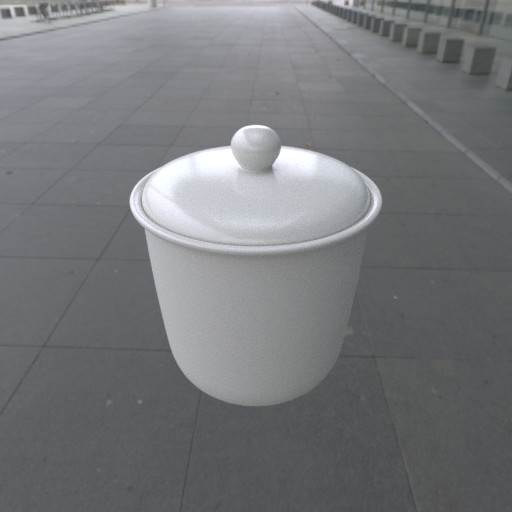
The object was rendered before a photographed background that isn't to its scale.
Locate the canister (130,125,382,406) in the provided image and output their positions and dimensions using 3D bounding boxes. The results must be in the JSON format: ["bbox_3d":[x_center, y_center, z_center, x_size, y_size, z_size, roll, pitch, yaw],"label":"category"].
[{"bbox_3d":[0.000,0.000,0.358,0.182,0.208,0.182,0,31,0],"label":"canister"}]
